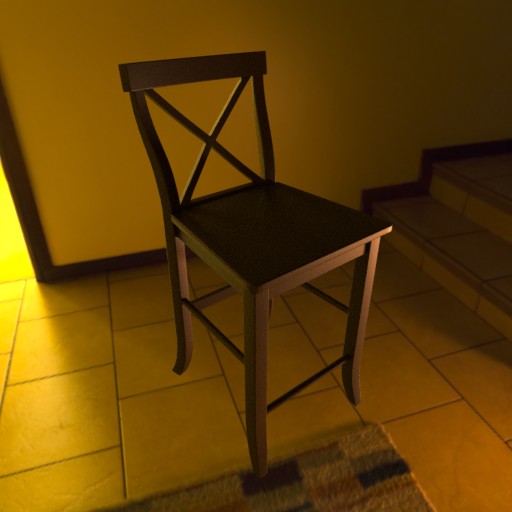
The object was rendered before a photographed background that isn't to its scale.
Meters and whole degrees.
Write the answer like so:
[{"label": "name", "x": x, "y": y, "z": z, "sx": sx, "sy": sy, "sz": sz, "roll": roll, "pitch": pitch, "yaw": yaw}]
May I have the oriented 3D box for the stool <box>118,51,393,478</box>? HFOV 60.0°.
[{"label": "stool", "x": 0.000, "y": 0.000, "z": 1.246, "sx": 0.452, "sy": 0.989, "sz": 0.559, "roll": -22, "pitch": 37, "yaw": -32}]
